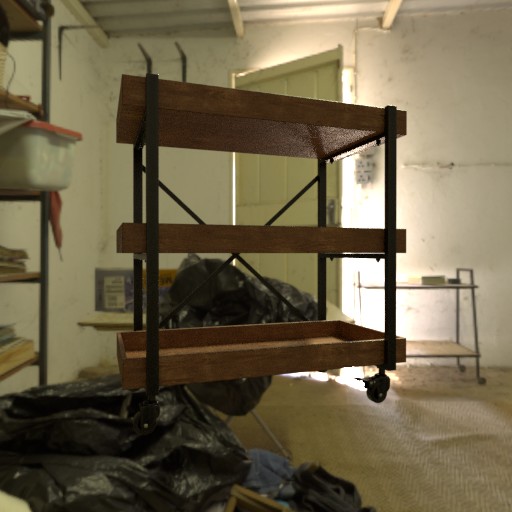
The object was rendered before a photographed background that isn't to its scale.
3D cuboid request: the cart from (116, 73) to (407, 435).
[{"bbox_3d":[0.000,0.000,1.267,0.750,0.800,0.411,0,0,-19],"label":"cart"}]
